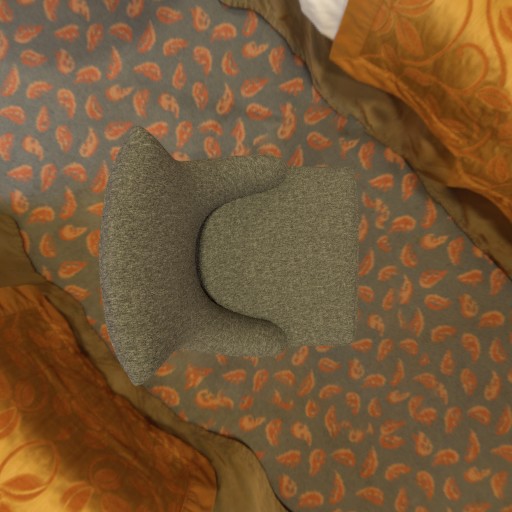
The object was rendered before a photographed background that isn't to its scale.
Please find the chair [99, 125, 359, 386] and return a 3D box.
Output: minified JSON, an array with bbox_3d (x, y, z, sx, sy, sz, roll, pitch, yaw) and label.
[{"bbox_3d":[0.000,0.000,1.309,0.629,0.909,0.566,0,90,0],"label":"chair"}]
